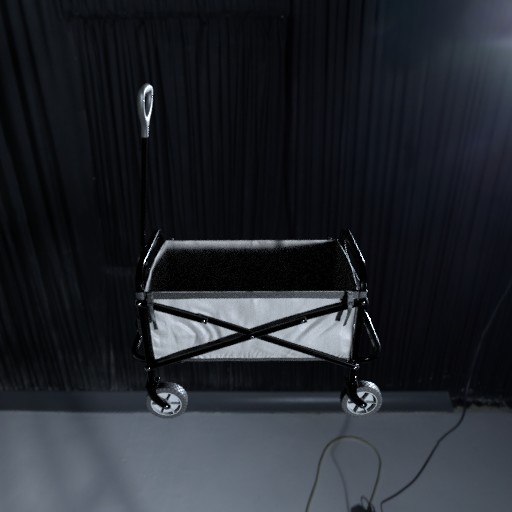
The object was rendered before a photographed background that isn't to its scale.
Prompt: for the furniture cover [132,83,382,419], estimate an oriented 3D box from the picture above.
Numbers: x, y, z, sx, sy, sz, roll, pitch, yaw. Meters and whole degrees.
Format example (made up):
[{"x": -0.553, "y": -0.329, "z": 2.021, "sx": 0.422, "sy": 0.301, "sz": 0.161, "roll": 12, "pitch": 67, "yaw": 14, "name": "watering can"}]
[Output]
[{"x": 0.000, "y": 0.000, "z": 1.779, "sx": 1.038, "sy": 1.295, "sz": 0.532, "roll": 0, "pitch": 27, "yaw": 0, "name": "furniture cover"}]
